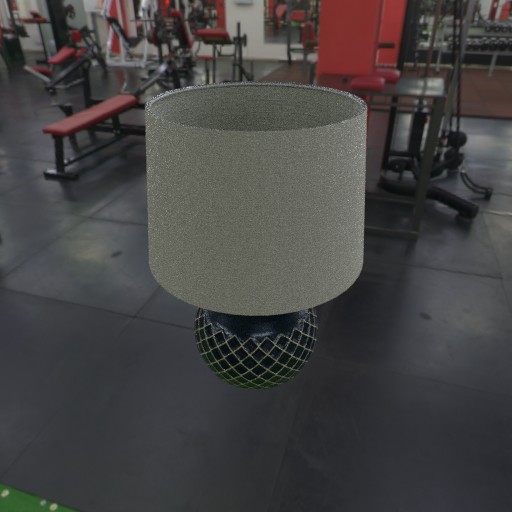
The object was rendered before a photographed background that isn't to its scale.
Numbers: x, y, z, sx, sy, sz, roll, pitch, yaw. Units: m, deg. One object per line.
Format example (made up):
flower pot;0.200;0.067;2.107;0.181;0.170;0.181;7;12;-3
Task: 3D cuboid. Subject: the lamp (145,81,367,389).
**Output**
lamp;0.000;0.000;0.801;0.376;0.540;0.376;0;31;0
